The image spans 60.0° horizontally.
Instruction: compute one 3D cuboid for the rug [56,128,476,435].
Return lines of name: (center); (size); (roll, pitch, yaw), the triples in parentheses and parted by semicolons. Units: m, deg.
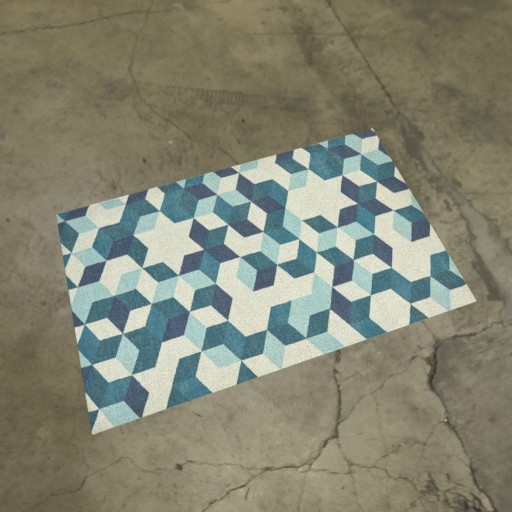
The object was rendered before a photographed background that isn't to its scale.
rug: (0.000, 0.000, 2.957); (2.438, 0.015, 1.518); (-17, 64, -8)
